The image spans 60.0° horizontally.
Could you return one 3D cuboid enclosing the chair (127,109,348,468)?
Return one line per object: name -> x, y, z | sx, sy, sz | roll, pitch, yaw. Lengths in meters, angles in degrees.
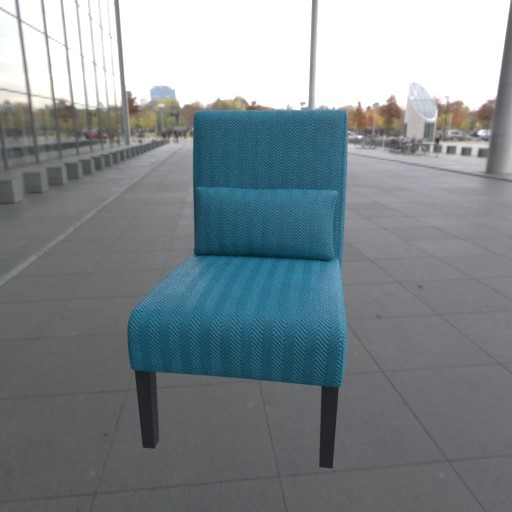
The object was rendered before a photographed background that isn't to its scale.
chair -> 0.000, 0.000, 1.438 | 0.579, 0.927, 0.808 | 2, 16, 8
